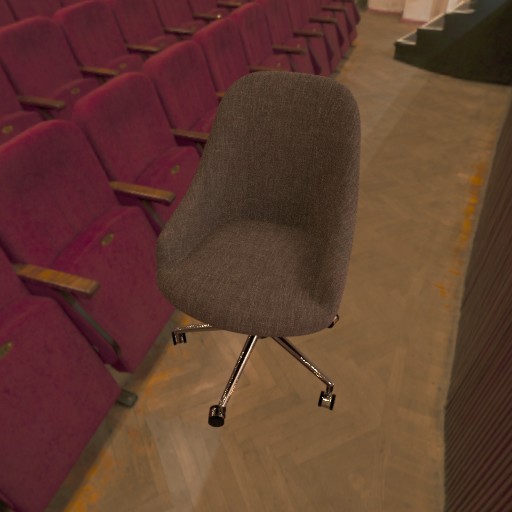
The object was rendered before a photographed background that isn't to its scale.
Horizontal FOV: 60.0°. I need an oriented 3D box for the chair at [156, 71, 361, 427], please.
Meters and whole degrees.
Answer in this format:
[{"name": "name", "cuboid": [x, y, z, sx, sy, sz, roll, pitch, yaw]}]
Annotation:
[{"name": "chair", "cuboid": [0.000, 0.000, 1.428, 0.671, 0.950, 0.712, 12, 41, 15]}]
